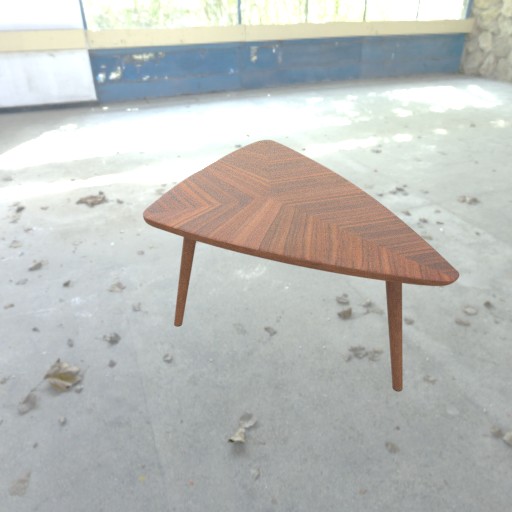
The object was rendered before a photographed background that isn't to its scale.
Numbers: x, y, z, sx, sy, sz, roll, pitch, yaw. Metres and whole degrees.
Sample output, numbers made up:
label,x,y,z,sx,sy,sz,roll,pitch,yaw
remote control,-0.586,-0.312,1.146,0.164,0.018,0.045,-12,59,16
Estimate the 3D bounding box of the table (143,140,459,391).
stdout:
label,x,y,z,sx,sy,sz,roll,pitch,yaw
table,0.000,0.000,1.286,0.601,0.365,1.008,-11,32,-18
